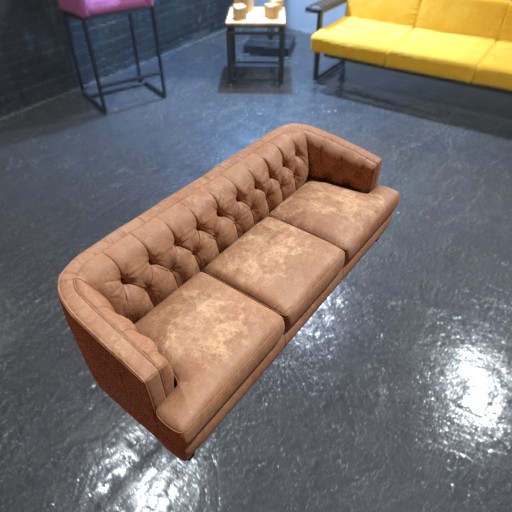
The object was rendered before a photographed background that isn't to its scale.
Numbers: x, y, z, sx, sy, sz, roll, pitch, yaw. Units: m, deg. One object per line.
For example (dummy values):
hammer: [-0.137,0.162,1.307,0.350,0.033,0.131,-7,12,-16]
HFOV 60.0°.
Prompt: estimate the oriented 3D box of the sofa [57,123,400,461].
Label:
sofa: [0.000,0.000,2.727,0.922,0.791,2.257,27,49,26]
